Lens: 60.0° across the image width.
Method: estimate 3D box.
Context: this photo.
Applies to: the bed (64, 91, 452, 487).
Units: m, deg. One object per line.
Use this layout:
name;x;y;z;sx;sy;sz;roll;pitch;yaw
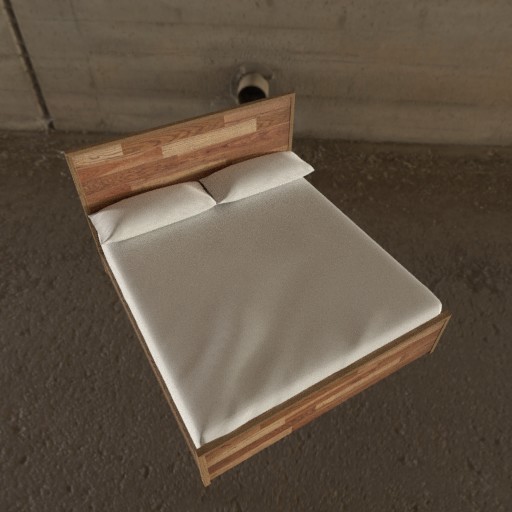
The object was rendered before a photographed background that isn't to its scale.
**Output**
bed;0.000;0.000;3.409;2.013;1.295;2.184;-22;49;-21
